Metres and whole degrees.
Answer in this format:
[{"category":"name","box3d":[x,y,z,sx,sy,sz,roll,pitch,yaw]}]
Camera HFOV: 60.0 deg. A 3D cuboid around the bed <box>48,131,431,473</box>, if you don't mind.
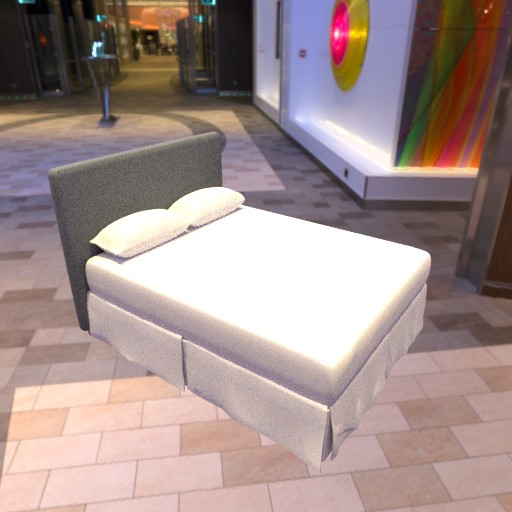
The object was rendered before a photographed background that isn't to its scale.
[{"category":"bed","box3d":[0.000,0.000,3.194,2.142,1.330,1.723,17,31,32]}]
